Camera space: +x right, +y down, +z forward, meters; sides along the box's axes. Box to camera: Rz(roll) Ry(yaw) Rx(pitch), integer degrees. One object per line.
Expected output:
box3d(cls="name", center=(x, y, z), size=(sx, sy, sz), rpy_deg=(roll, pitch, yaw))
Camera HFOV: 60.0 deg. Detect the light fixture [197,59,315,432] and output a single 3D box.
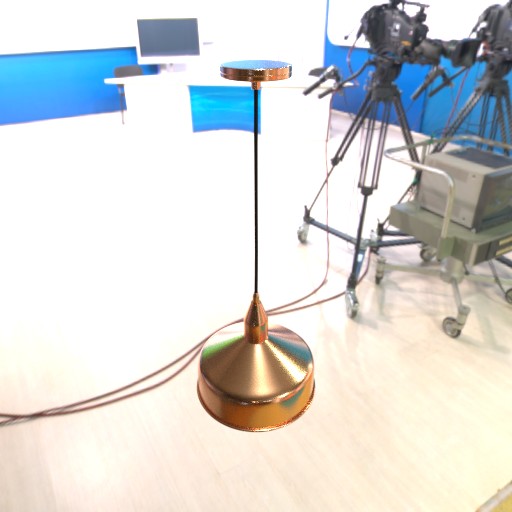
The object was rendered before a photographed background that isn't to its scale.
box3d(cls="light fixture", center=(0.000, 0.000, 0.941), size=(0.301, 0.754, 0.301), rpy_deg=(11, 32, 17))
